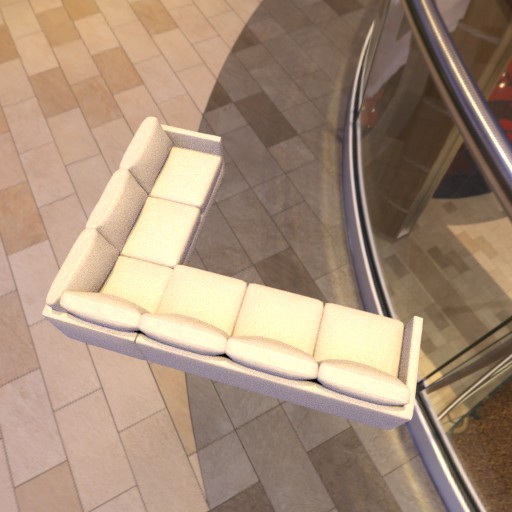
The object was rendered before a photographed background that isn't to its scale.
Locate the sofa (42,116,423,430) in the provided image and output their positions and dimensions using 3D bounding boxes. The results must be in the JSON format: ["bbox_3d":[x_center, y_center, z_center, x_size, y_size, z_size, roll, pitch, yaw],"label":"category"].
[{"bbox_3d":[0.000,0.000,4.522,3.333,0.934,2.522,14,62,8],"label":"sofa"}]
